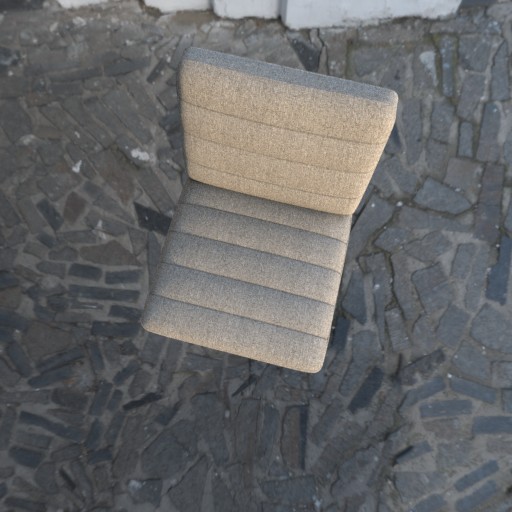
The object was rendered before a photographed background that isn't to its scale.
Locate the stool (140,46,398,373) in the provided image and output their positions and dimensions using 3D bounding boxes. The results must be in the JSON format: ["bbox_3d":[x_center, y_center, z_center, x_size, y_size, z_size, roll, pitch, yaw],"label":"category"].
[{"bbox_3d":[0.000,0.000,1.257,0.460,0.940,0.560,14,76,3],"label":"stool"}]
